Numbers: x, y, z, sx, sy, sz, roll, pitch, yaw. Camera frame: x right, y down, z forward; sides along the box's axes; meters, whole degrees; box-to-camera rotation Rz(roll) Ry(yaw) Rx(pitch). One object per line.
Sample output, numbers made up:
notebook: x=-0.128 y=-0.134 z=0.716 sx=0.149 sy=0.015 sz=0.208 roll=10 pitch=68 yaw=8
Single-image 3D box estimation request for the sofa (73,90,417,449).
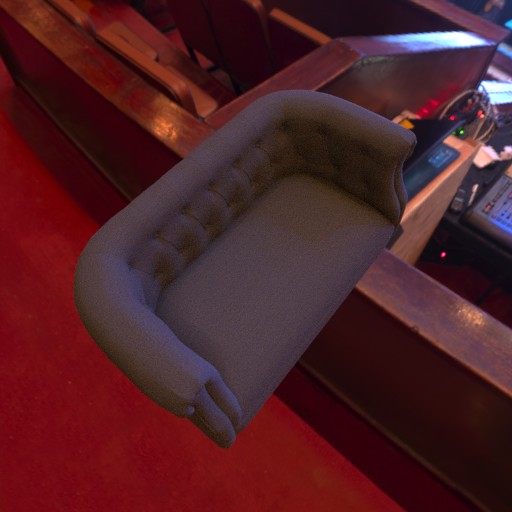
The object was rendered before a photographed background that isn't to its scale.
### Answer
sofa: x=0.000 y=0.000 z=2.058 sx=0.835 sy=0.827 sz=1.558 roll=34 pitch=64 yaw=19
